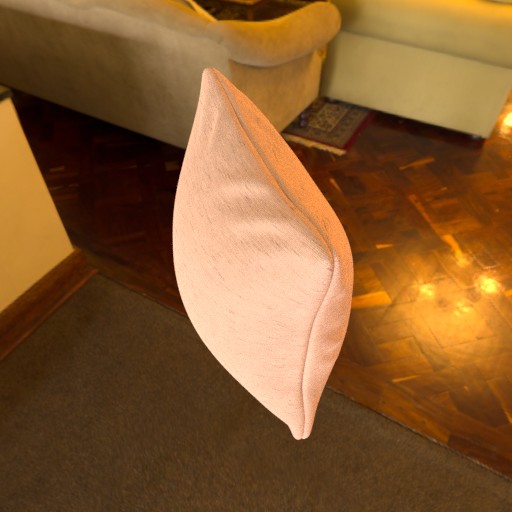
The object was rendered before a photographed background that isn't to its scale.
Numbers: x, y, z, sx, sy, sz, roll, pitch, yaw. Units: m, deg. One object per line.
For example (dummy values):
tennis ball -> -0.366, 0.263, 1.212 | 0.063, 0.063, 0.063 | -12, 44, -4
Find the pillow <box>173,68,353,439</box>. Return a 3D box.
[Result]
pillow -> 0.000, 0.000, 0.679 | 0.246, 0.415, 0.432 | -14, 48, -13
